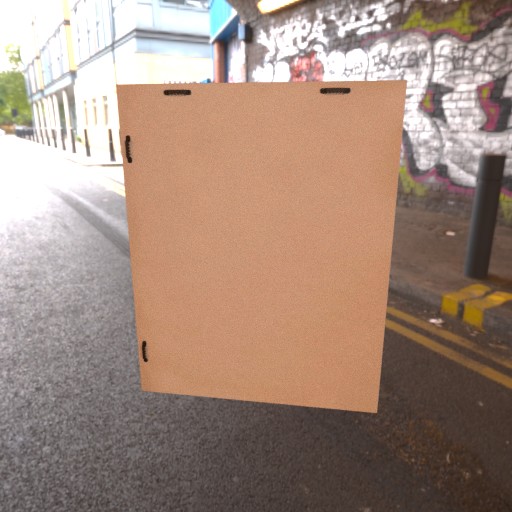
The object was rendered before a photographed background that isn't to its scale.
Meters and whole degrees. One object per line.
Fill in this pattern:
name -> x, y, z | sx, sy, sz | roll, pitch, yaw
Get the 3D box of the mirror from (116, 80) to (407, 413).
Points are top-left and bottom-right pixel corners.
mirror -> 0.000, 0.000, 0.696 | 0.405, 0.508, 0.041 | 3, 17, 9
